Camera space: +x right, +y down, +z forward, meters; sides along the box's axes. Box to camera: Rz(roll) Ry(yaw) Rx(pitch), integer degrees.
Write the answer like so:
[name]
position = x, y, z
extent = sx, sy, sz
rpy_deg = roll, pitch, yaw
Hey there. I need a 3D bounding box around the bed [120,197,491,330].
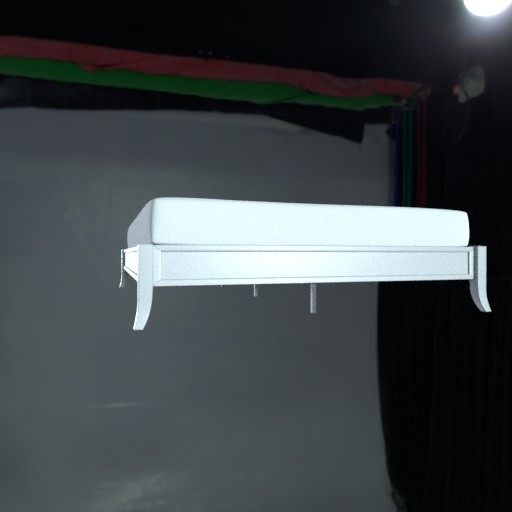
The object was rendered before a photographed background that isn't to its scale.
[bed]
position = 0.000, 0.000, 2.804
extent = 1.604, 0.510, 2.108
rpy_deg = 0, 0, -18
